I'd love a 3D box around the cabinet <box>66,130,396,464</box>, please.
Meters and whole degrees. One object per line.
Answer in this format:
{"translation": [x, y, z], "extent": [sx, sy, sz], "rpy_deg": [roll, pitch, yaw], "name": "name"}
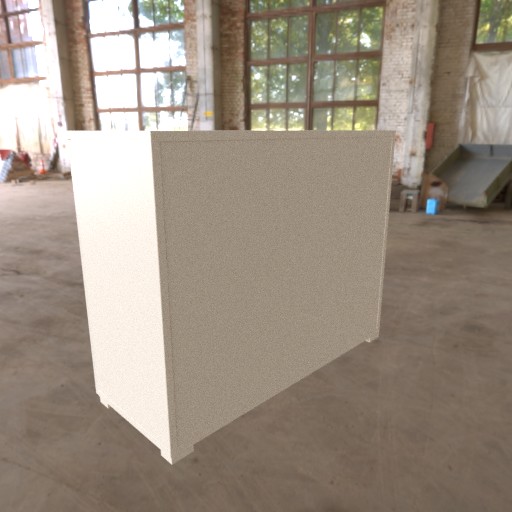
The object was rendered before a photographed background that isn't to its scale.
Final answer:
{"translation": [0.000, 0.000, 1.468], "extent": [0.400, 0.800, 1.000], "rpy_deg": [15, 22, 43], "name": "cabinet"}
